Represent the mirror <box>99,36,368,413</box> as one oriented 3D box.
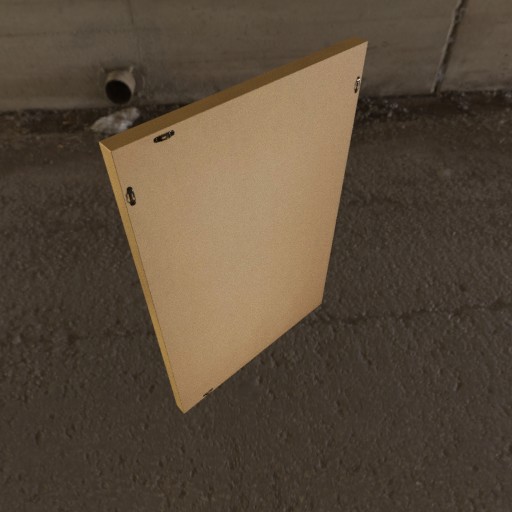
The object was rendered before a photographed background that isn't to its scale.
[{"bbox_3d":[0.000,0.000,1.137,0.609,0.915,0.041,-34,55,-27],"label":"mirror"}]
